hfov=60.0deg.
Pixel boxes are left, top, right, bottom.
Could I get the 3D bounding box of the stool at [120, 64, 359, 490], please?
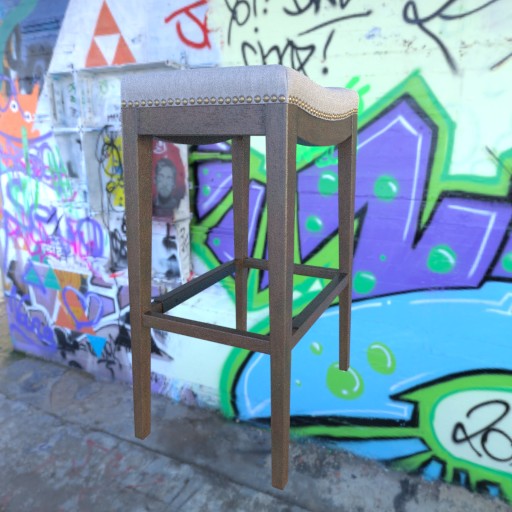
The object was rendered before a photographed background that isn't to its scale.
[{"bbox_3d":[0.000,0.000,1.031,0.356,0.762,0.508,7,17,24],"label":"stool"}]
